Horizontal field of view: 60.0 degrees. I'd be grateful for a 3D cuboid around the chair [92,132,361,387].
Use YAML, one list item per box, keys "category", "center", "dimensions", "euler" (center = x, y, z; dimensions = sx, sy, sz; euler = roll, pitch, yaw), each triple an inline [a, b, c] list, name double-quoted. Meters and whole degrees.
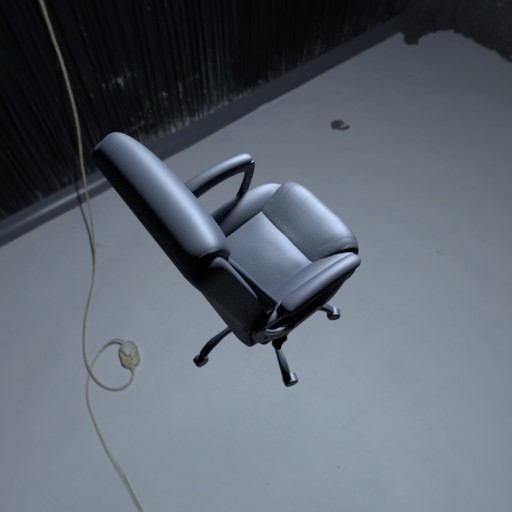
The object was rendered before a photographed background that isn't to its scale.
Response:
- category: "chair"
  center: [0.000, 0.000, 1.460]
  dimensions: [0.655, 1.072, 0.615]
  euler: [-33, 63, -19]
